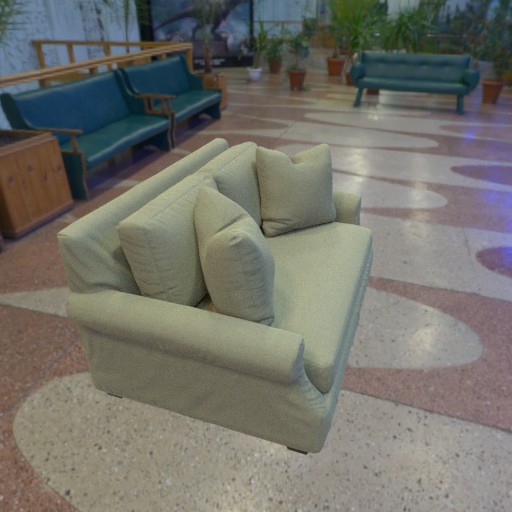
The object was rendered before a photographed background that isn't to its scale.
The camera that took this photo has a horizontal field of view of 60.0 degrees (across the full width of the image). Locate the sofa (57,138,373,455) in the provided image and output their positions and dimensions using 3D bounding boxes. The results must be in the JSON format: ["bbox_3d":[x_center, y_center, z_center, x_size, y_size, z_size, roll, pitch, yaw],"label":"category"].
[{"bbox_3d":[0.000,0.000,2.211,1.070,0.905,1.550,10,31,17],"label":"sofa"}]
